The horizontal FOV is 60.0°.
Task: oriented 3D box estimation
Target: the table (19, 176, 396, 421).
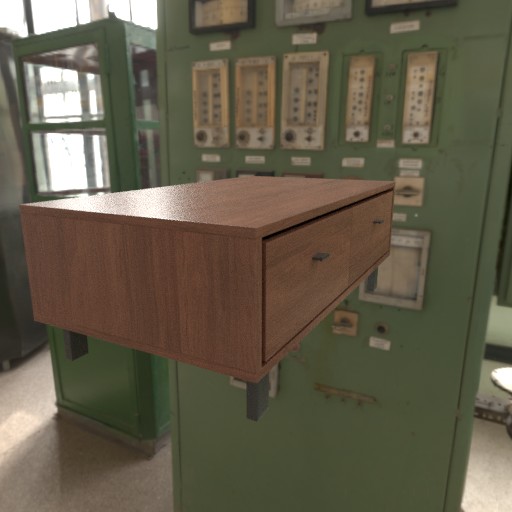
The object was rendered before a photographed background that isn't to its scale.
[{"bbox_3d":[0.000,0.000,1.290,0.600,0.380,1.020,8,16,28],"label":"table"}]
